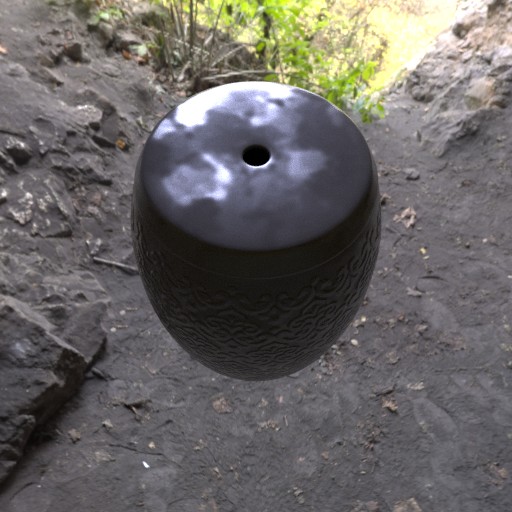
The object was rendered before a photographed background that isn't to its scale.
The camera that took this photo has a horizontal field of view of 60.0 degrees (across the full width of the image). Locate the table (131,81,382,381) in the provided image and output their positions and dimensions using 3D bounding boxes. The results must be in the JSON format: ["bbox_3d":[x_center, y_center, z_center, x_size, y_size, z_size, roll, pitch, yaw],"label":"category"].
[{"bbox_3d":[0.000,0.000,0.612,0.309,0.397,0.309,0,59,0],"label":"table"}]
